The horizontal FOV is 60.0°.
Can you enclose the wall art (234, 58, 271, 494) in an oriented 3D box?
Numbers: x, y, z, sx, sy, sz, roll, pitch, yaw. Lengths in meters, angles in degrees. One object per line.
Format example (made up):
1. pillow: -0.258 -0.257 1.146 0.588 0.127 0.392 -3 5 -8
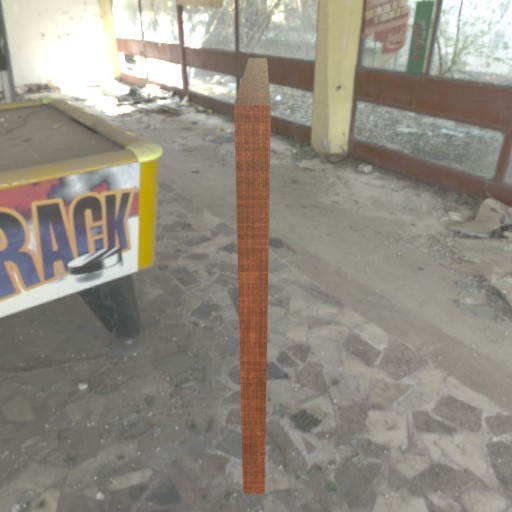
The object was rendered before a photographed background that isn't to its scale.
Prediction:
1. wall art: 0.000 0.000 0.740 0.033 0.567 0.467 0 29 1
